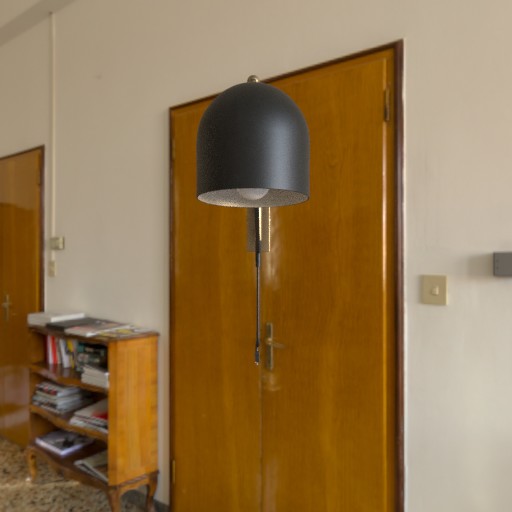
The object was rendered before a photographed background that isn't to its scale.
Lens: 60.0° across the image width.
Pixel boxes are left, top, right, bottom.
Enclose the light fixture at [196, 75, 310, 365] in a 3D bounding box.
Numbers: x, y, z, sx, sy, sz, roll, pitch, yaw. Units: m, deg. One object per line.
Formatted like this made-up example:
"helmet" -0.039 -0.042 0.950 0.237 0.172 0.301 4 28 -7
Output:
"light fixture" 0.000 0.000 1.093 0.215 0.696 0.720 0 0 1
